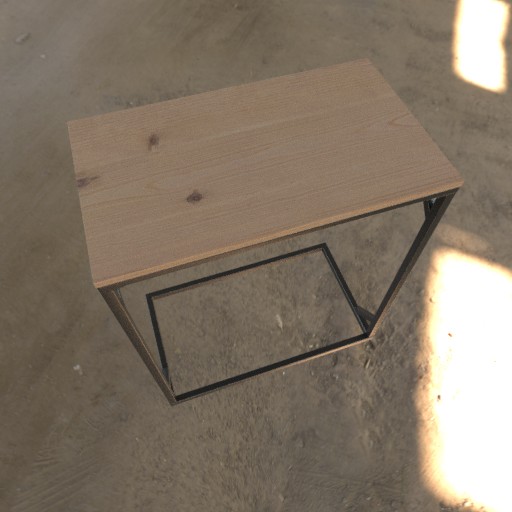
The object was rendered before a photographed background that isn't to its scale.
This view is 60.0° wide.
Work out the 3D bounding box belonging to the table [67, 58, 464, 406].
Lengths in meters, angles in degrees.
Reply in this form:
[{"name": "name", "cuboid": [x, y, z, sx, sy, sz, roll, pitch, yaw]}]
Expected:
[{"name": "table", "cuboid": [0.000, 0.000, 1.040, 0.597, 0.673, 0.351, -16, 59, -10]}]
